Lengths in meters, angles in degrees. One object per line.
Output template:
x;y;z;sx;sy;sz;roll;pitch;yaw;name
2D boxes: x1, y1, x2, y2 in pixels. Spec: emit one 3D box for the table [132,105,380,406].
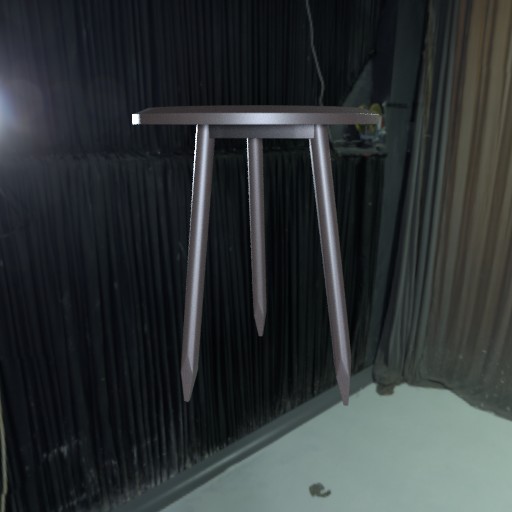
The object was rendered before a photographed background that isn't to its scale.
0.000;0.000;0.931;0.457;0.585;0.457;0;17;0;table
